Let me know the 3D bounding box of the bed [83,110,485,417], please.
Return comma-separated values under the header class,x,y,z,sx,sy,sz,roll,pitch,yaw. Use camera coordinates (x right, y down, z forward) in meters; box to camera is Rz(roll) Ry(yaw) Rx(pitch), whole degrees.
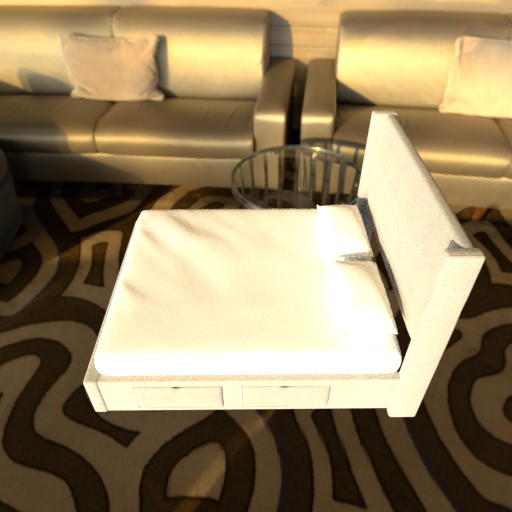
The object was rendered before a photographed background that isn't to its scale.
class,x,y,z,sx,sy,sz,roll,pitch,yaw
bed,0.000,0.000,3.286,2.222,1.491,1.774,0,41,0
